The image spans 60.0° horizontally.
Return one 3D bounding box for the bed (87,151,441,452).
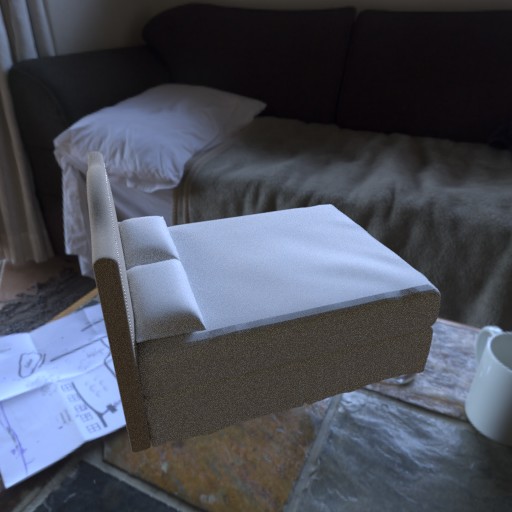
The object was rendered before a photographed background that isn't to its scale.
[{"bbox_3d":[0.000,0.000,3.131,2.052,1.398,1.678,-10,31,-16],"label":"bed"}]
